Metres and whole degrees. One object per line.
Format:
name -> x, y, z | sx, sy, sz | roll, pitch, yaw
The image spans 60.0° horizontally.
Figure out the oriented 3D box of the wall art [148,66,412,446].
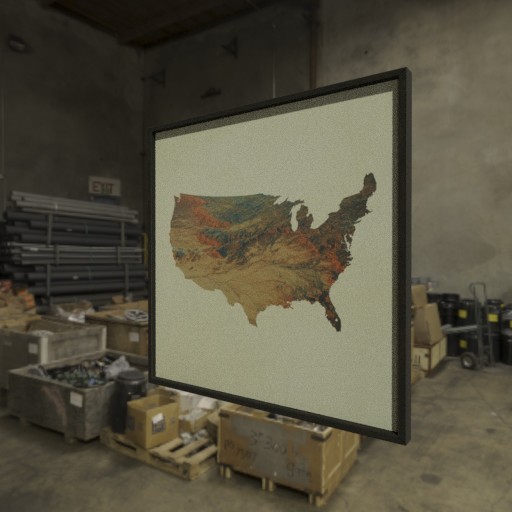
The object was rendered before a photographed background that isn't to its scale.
wall art -> 0.000, 0.000, 1.123 | 0.762, 0.762, 0.038 | 0, 0, 35
